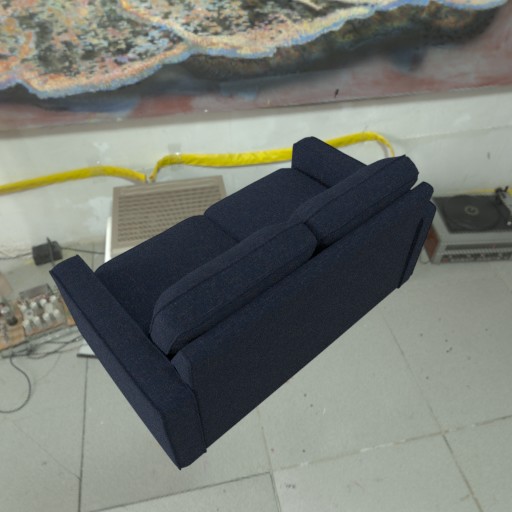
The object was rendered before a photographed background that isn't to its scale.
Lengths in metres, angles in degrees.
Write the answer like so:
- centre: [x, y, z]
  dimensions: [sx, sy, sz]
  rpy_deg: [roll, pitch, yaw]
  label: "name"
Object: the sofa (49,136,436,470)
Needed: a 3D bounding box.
- centre: [0.000, 0.000, 2.232]
  dimensions: [1.709, 0.918, 0.947]
  rpy_deg: [-33, 54, -27]
  label: "sofa"
